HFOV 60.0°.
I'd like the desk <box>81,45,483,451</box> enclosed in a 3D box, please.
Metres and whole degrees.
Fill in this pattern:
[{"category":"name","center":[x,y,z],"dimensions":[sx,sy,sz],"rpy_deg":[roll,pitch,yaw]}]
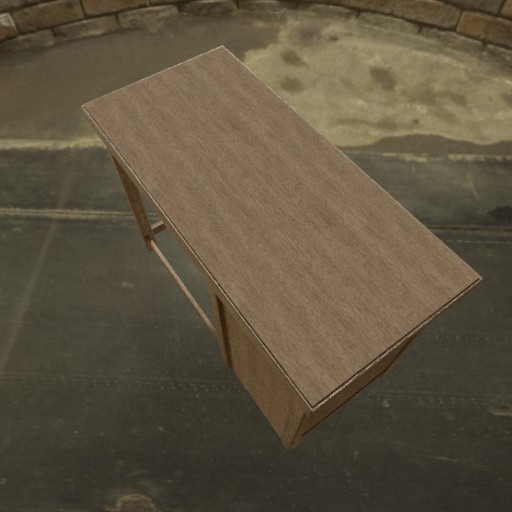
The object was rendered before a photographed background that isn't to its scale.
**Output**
[{"category":"desk","center":[0.000,0.000,1.774],"dimensions":[0.610,0.912,1.289],"rpy_deg":[-31,64,-18]}]
